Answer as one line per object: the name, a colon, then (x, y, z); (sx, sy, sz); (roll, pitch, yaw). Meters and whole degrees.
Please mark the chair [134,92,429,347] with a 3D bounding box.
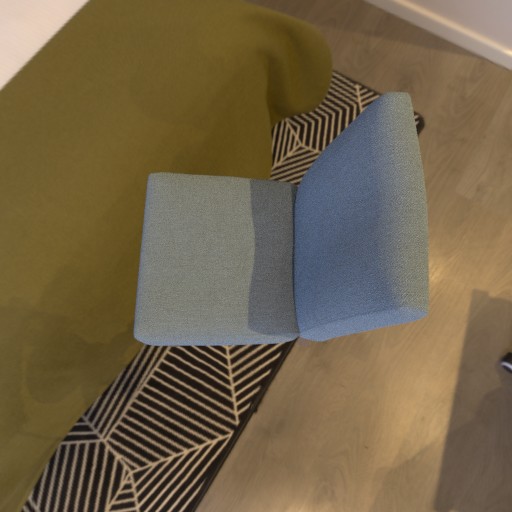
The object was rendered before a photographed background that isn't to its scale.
chair: (0.000, 0.000, 1.214); (0.629, 0.882, 0.487); (1, 74, 0)
